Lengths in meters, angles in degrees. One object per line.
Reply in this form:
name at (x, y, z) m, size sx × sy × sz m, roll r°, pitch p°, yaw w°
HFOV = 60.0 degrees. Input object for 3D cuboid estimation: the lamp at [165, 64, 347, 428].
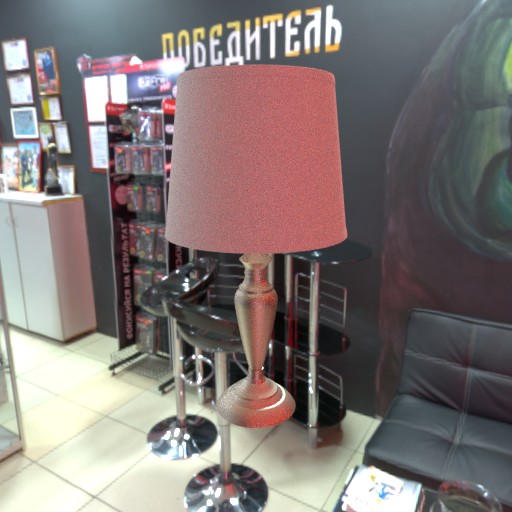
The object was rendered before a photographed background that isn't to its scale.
lamp at (0.000, 0.000, 0.824) m, size 0.328 × 0.619 × 0.328 m, roll 0°, pitch 14°, yaw 0°
